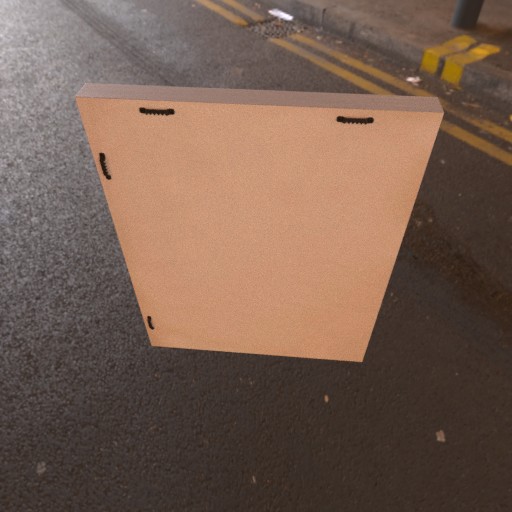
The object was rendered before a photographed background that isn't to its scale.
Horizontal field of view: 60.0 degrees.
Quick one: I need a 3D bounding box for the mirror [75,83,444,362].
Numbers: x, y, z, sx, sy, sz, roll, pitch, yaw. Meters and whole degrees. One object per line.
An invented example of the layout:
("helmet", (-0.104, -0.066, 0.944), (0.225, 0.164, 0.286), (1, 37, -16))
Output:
("mirror", (0.000, 0.000, 0.677), (0.405, 0.508, 0.041), (4, 46, 3))
